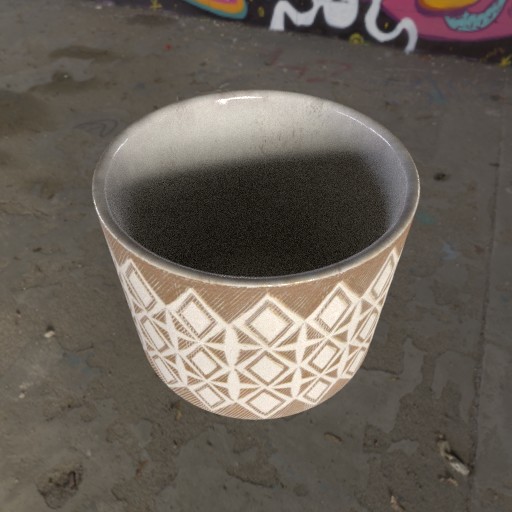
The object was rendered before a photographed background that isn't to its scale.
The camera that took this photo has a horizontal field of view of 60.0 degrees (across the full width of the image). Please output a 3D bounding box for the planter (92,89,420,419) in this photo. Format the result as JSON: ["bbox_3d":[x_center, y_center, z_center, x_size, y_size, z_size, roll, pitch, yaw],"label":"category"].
[{"bbox_3d":[0.000,0.000,0.328,0.193,0.165,0.193,0,46,0],"label":"planter"}]
